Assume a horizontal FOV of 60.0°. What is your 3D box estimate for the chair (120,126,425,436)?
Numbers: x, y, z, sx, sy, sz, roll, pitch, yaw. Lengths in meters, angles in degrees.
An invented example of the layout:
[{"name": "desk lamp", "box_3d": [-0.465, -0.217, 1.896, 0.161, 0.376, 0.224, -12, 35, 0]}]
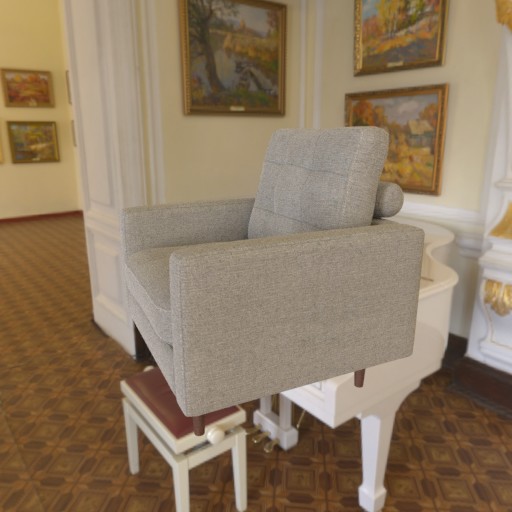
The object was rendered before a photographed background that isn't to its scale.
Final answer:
[{"name": "chair", "box_3d": [0.000, 0.000, 1.574, 0.843, 0.880, 0.821, -7, 17, -25]}]
